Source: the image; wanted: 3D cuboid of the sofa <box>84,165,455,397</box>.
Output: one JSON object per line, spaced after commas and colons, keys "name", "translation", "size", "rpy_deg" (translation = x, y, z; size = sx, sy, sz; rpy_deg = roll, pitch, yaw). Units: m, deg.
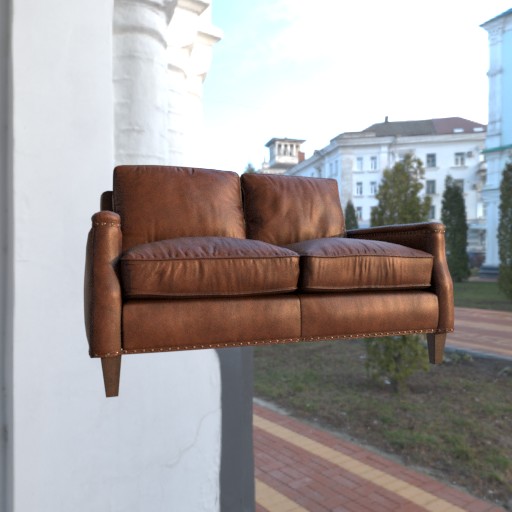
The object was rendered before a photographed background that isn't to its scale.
{"name": "sofa", "translation": [0.000, 0.000, 2.277], "size": [1.628, 1.003, 1.083], "rpy_deg": [0, 0, -19]}
